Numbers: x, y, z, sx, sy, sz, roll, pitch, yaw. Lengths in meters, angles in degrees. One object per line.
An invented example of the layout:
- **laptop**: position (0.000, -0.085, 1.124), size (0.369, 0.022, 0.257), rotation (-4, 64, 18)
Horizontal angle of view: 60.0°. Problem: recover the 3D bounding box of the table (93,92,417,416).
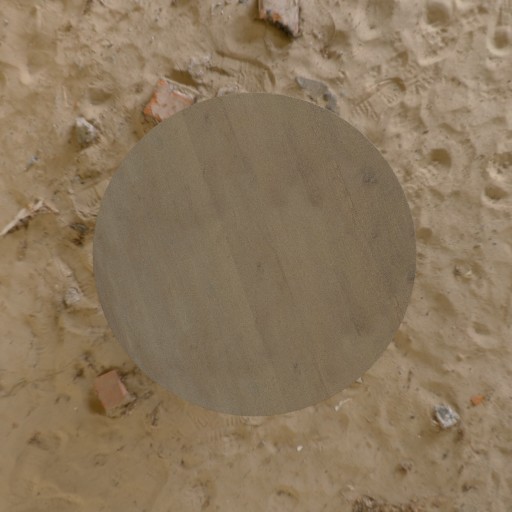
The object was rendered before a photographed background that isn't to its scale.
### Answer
- **table**: position (0.000, 0.000, 1.482), size (0.800, 0.780, 0.800), rotation (0, 89, 1)
